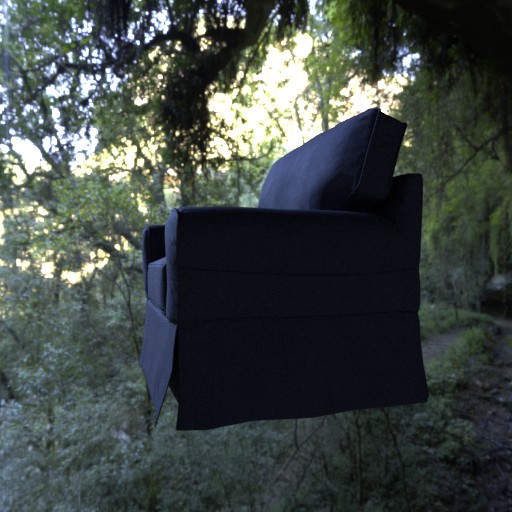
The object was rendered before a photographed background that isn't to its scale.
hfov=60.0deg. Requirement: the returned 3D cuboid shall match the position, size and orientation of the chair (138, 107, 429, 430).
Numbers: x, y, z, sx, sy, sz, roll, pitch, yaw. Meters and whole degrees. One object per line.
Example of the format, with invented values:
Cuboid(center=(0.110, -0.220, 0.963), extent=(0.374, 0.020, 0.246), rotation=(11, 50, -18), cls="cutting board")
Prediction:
Cuboid(center=(0.000, 0.000, 1.991), extent=(1.002, 1.140, 1.119), rotation=(0, 0, -20), cls="chair")
